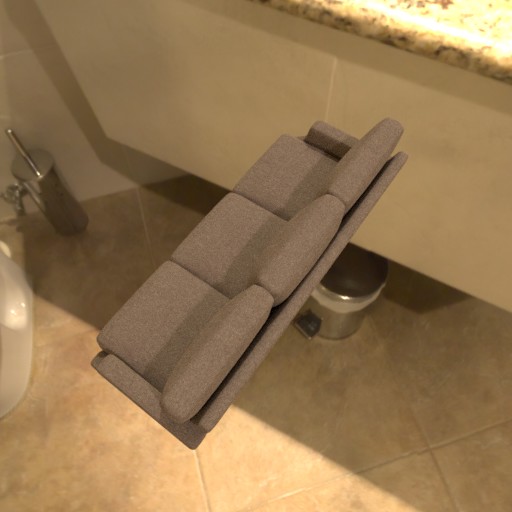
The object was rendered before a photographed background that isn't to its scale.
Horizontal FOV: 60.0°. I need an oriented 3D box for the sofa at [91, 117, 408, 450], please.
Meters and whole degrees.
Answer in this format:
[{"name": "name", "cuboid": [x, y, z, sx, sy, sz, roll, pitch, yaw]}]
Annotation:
[{"name": "sofa", "cuboid": [0.000, 0.000, 2.677, 0.888, 0.984, 2.115, 33, 67, 16]}]
